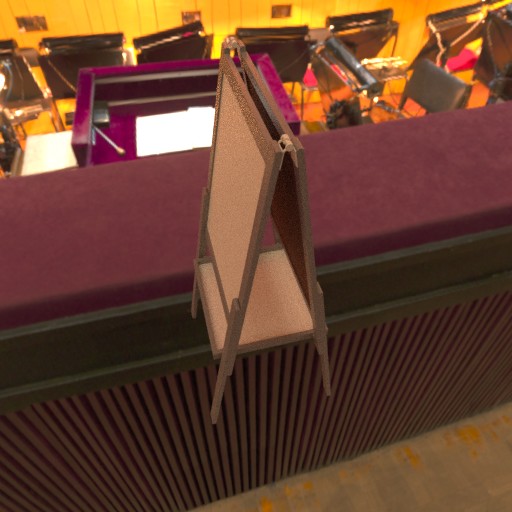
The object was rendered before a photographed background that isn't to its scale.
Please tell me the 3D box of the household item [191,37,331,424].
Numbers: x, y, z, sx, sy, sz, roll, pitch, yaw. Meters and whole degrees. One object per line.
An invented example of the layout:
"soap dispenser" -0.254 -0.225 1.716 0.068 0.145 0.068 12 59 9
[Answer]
"household item" 0.000 0.000 1.441 0.469 1.172 0.531 -10 48 -10
